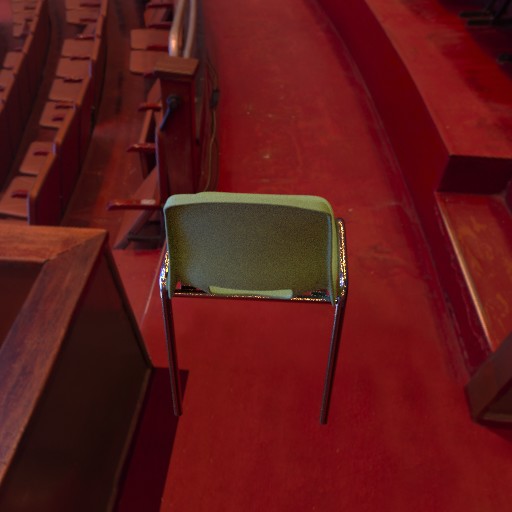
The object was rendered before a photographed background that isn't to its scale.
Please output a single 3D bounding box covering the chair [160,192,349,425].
[{"bbox_3d":[0.000,0.000,0.934,0.381,0.653,0.436,2,47,2],"label":"chair"}]
